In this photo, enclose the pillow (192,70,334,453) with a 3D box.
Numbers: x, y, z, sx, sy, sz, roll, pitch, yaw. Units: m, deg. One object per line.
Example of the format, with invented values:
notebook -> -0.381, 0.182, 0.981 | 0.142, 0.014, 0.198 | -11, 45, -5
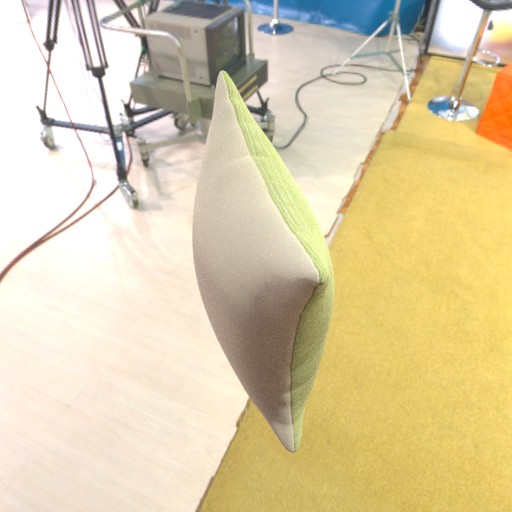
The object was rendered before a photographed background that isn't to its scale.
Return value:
pillow -> 0.000, 0.000, 0.823 | 0.229, 0.487, 0.560 | -10, 46, -10
